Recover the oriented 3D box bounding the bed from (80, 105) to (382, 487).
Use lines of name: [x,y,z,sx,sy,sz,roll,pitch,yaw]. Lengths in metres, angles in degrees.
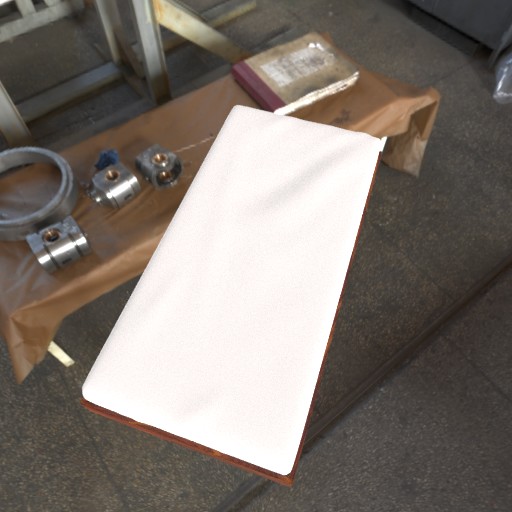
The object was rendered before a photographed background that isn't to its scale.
bed: [0.000,0.000,2.248,0.940,0.312,1.860,16,60,10]
